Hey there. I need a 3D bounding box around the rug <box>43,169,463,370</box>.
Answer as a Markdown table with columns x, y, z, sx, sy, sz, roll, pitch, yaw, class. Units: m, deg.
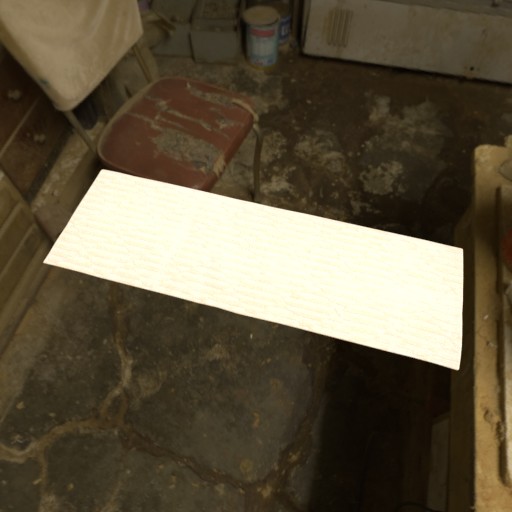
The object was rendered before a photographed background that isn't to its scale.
| x | y | z | sx | sy | sz | roll | pitch | yaw | class |
| --- | --- | --- | --- | --- | --- | --- | --- | --- | --- |
| 0.000 | 0.000 | 2.700 | 2.450 | 0.014 | 0.793 | 13 | 59 | 8 | rug |
